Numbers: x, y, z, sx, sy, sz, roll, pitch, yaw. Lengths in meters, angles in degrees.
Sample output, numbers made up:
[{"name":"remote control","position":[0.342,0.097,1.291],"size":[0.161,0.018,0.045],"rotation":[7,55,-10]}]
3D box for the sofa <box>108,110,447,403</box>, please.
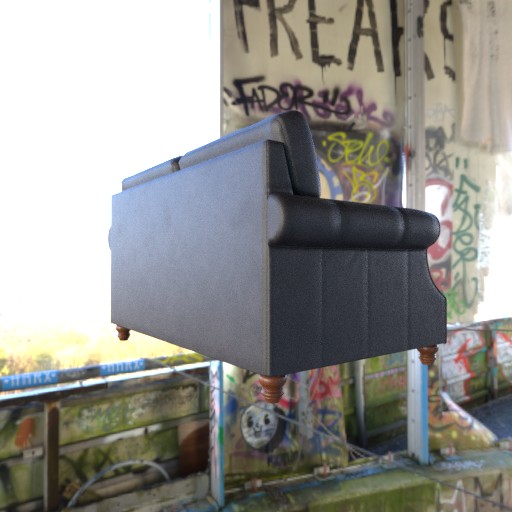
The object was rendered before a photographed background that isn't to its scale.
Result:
[{"name":"sofa","position":[0.000,0.000,2.299],"size":[1.030,0.979,1.663],"rotation":[0,-1,-36]}]
